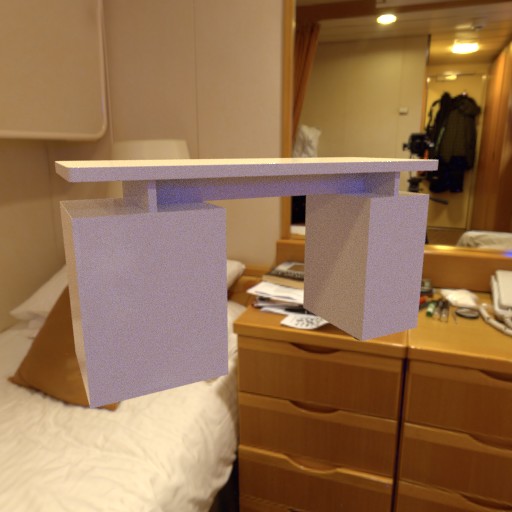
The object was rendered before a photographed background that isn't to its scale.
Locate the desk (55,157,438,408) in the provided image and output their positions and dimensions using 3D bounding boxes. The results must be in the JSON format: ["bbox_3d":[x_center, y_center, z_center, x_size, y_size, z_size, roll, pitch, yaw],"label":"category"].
[{"bbox_3d":[0.000,0.000,1.809,1.400,0.762,0.550,-7,16,-26],"label":"desk"}]
